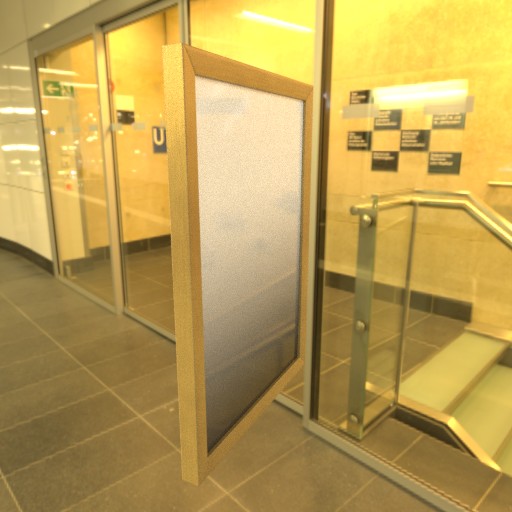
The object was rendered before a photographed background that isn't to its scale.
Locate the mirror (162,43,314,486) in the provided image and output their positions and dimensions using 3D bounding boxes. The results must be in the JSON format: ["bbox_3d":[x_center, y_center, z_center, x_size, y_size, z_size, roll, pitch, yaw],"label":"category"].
[{"bbox_3d":[0.000,0.000,0.911,0.040,0.710,0.507,7,16,27],"label":"mirror"}]
